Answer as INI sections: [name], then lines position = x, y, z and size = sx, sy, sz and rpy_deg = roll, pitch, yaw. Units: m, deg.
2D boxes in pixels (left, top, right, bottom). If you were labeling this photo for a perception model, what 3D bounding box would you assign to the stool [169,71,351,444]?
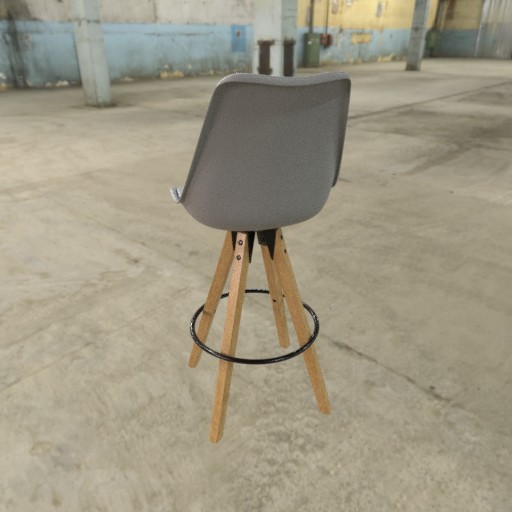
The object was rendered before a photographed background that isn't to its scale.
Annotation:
[stool]
position = 0.000, 0.000, 1.420
size = 0.485, 1.115, 0.550
rpy_deg = -8, 27, -16
